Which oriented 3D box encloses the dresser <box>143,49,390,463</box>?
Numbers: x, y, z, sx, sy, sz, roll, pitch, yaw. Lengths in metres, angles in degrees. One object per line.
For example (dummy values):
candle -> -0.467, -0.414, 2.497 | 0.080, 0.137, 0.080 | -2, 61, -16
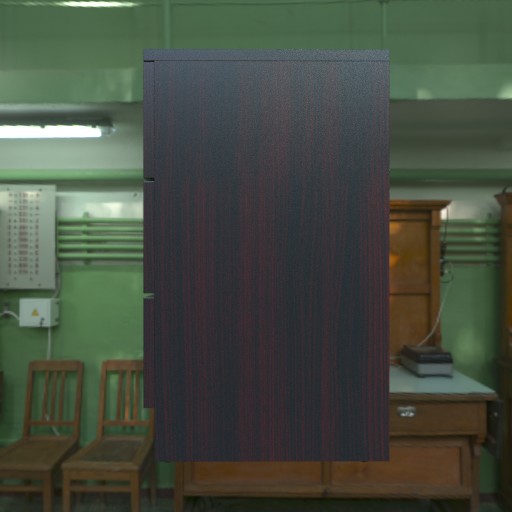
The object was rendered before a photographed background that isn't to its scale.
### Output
dresser -> 0.000, 0.000, 0.800 | 0.360, 0.560, 0.400 | 0, 0, 0
